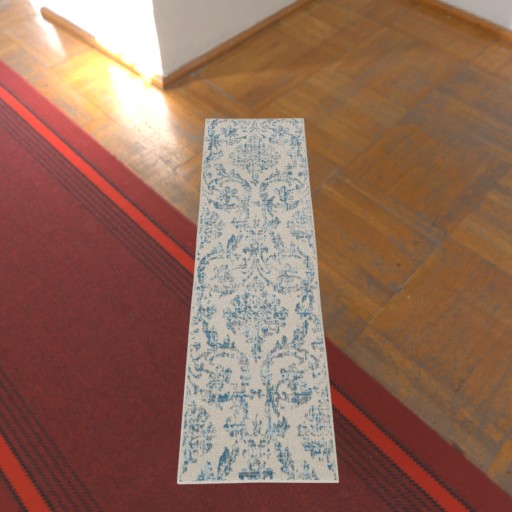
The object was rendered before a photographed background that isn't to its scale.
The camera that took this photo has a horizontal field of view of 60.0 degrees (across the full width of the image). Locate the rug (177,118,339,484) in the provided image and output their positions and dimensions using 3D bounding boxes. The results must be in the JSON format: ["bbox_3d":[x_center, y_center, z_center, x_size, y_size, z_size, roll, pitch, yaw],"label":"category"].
[{"bbox_3d":[0.000,0.000,2.396,0.662,0.011,2.196,0,58,0],"label":"rug"}]
